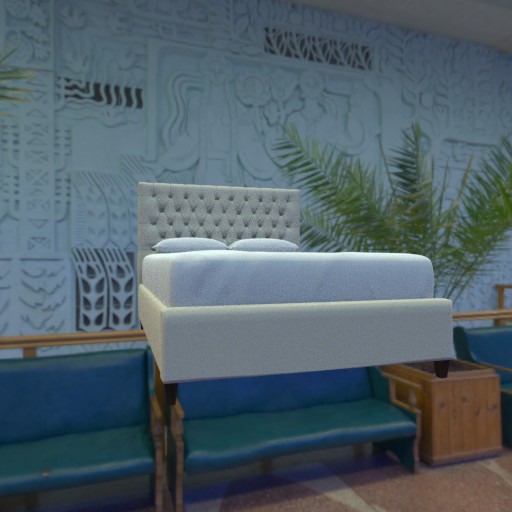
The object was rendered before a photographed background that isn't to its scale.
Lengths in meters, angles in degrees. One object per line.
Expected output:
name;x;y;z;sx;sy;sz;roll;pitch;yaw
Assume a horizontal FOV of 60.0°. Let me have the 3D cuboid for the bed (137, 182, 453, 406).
bed;0.000;0.000;3.463;1.698;1.427;2.387;0;0;-17
